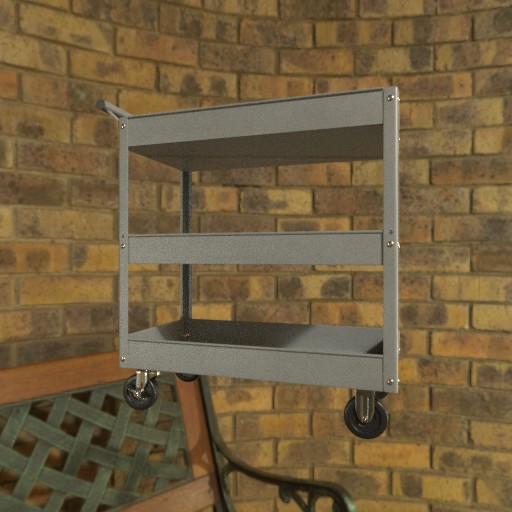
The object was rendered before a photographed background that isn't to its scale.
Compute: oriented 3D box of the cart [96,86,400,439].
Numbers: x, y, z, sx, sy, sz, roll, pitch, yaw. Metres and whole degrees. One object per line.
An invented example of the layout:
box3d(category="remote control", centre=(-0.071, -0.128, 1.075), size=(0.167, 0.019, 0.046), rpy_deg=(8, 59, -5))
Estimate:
box3d(category="cart", centre=(0.000, 0.000, 1.166), size=(0.719, 0.780, 0.366), rpy_deg=(0, 0, 18))
